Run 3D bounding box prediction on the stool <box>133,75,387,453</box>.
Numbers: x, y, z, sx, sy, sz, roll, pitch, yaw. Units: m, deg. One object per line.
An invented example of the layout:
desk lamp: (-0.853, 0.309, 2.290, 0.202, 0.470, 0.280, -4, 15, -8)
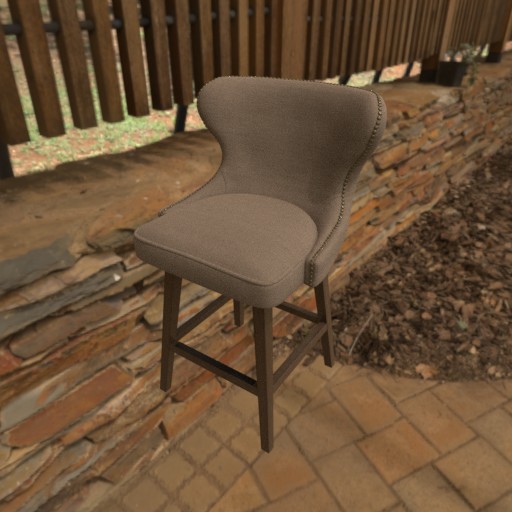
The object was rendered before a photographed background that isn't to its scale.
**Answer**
stool: (0.000, 0.000, 1.385, 0.615, 0.972, 0.597, 19, 35, 29)
